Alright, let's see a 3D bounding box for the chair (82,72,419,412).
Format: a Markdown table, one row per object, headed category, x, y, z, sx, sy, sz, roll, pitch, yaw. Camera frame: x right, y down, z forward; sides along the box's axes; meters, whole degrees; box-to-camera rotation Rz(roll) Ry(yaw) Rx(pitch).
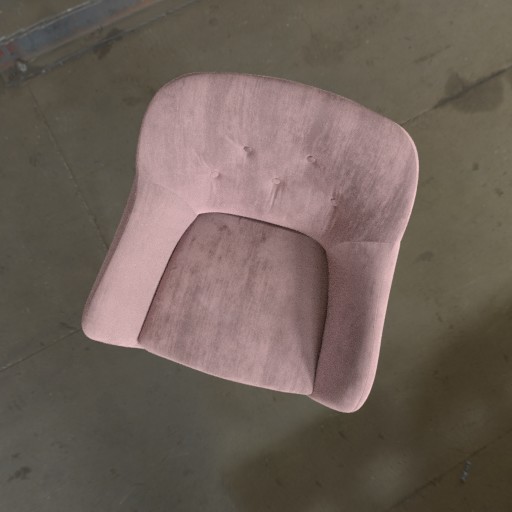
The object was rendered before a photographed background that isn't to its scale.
| category | x | y | z | sx | sy | sz | roll | pitch | yaw |
| --- | --- | --- | --- | --- | --- | --- | --- | --- | --- |
| chair | 0.000 | 0.000 | 1.489 | 0.840 | 0.820 | 0.820 | 15 | 77 | 4 |
